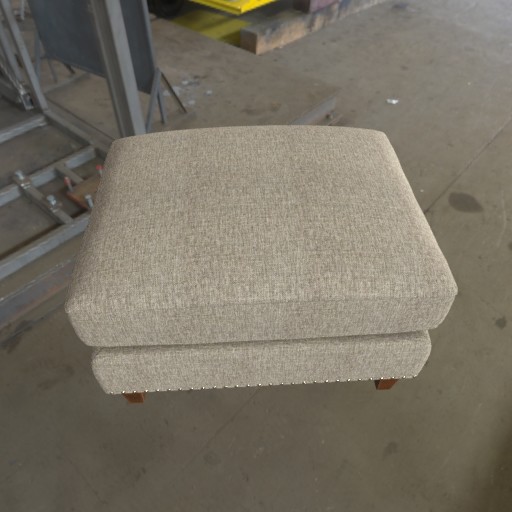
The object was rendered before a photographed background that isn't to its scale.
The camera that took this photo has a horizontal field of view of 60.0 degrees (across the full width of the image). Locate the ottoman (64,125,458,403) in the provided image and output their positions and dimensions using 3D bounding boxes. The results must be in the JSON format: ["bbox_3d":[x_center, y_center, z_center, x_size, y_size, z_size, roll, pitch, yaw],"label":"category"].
[{"bbox_3d":[0.000,0.000,1.128,0.741,0.513,0.584,-2,47,-2],"label":"ottoman"}]
